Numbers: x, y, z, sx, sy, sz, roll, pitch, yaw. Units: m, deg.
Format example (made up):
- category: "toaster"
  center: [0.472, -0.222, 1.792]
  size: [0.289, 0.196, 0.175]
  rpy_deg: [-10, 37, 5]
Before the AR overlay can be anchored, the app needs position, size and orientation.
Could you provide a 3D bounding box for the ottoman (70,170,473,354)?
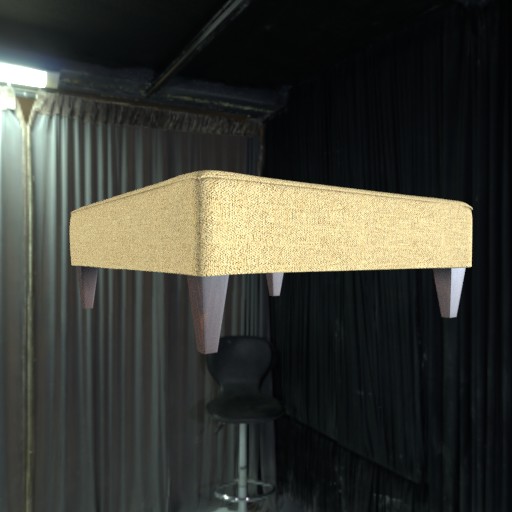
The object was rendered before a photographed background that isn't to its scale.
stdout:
- category: "ottoman"
  center: [0.000, 0.000, 1.481]
  size: [0.970, 0.378, 0.981]
  rpy_deg: [0, 0, -36]
